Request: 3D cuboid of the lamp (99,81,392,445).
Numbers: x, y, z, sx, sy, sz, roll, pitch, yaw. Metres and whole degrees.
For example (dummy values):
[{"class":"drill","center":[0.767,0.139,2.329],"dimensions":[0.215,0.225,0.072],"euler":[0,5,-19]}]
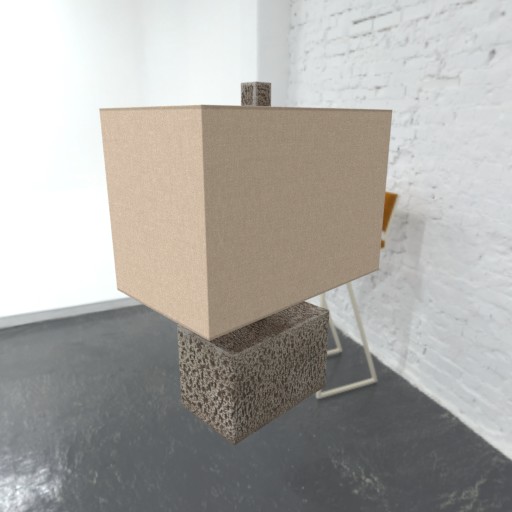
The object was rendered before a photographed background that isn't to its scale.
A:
[{"class":"lamp","center":[0.000,0.000,0.563],"dimensions":[0.294,0.411,0.180],"euler":[-16,23,-41]}]
